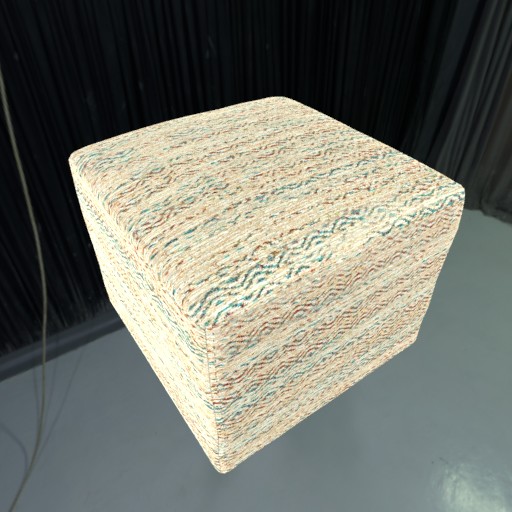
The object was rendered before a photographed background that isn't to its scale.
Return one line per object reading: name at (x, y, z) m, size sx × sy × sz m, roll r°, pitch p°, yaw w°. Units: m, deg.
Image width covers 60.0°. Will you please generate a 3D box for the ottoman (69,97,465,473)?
ottoman at (0.000, 0.000, 0.892) m, size 0.512 × 0.453 × 0.521 m, roll -25°, pitch 46°, yaw -26°
